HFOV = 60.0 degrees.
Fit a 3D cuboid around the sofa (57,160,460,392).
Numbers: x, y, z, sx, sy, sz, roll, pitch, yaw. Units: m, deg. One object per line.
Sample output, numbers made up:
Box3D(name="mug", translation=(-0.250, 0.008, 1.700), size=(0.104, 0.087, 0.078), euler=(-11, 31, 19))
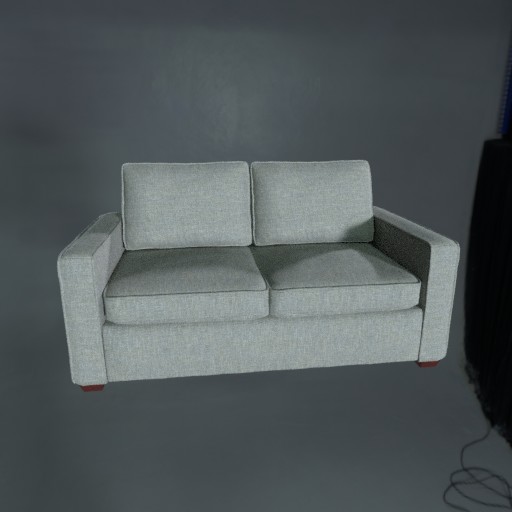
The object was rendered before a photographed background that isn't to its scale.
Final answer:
Box3D(name="sofa", translation=(0.000, 0.000, 2.283), size=(1.706, 0.915, 0.945), euler=(-2, 17, -7))
